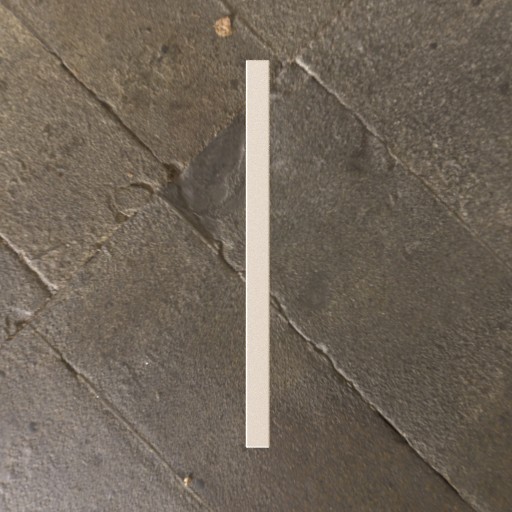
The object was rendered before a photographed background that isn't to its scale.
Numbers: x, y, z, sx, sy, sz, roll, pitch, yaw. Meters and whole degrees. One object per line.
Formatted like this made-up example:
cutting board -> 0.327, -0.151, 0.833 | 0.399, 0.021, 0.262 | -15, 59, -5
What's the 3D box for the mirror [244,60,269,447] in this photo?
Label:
mirror -> 0.000, 0.000, 1.154 | 0.041, 0.915, 0.609 | 0, 89, 0
